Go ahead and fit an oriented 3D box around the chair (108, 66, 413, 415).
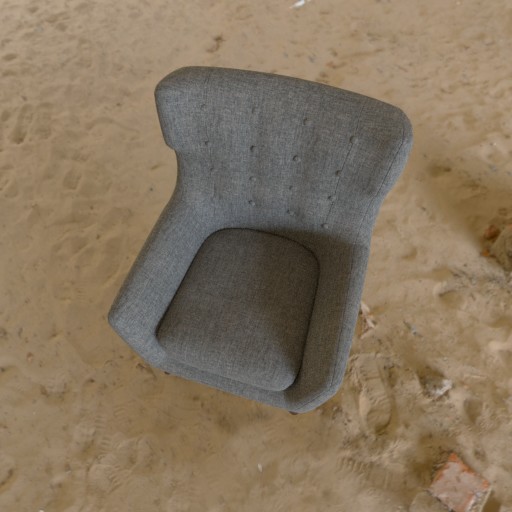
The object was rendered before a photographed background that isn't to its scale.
[{"bbox_3d":[0.000,0.000,1.740,0.878,1.063,0.904,15,59,9],"label":"chair"}]
